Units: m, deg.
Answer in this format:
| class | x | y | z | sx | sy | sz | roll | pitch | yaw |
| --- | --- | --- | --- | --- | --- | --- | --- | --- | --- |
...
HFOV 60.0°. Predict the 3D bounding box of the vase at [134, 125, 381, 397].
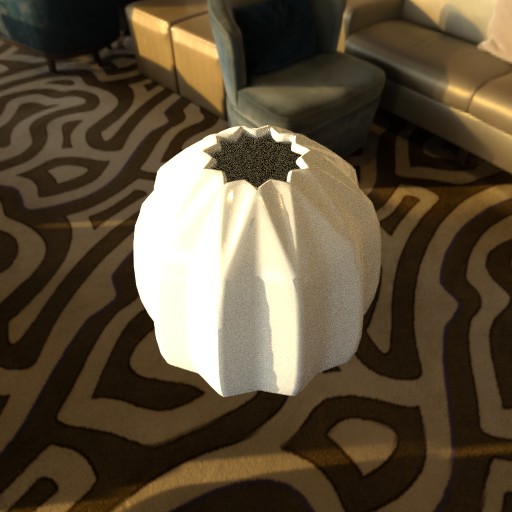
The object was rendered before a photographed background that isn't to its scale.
| class | x | y | z | sx | sy | sz | roll | pitch | yaw |
| --- | --- | --- | --- | --- | --- | --- | --- | --- | --- |
| vase | 0.000 | 0.000 | 0.251 | 0.139 | 0.134 | 0.139 | 0 | 47 | 0 |
